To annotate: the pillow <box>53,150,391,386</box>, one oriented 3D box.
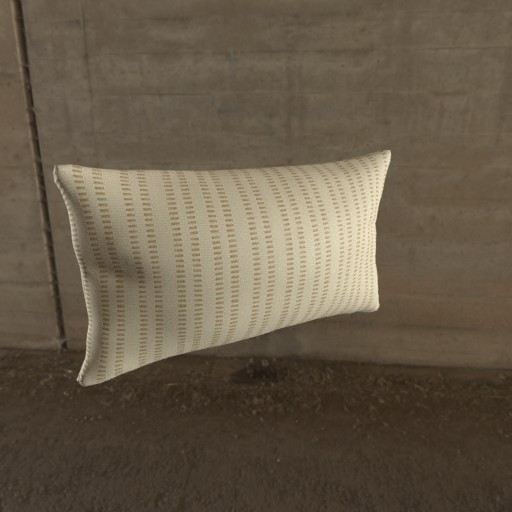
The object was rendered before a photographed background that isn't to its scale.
[{"bbox_3d":[0.000,0.000,0.799,0.640,0.353,0.210,-9,19,-28],"label":"pillow"}]
